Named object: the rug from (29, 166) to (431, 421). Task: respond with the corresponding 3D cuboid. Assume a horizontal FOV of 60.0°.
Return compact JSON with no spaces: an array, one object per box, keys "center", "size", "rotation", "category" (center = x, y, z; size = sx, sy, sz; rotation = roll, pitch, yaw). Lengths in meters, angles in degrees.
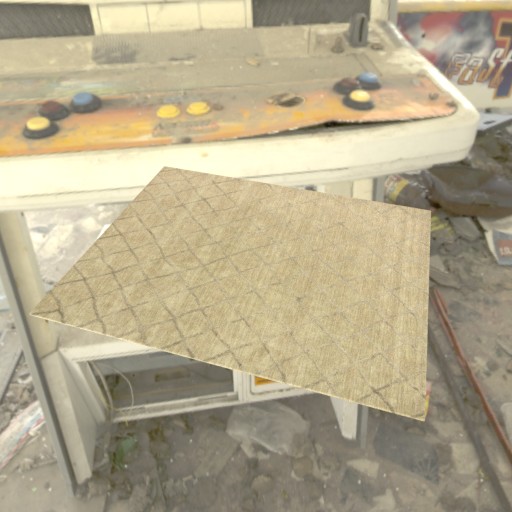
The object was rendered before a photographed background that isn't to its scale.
[{"center":[0.000,0.000,4.063],"size":[3.038,0.019,2.420],"rotation":[12,43,13],"category":"rug"}]
